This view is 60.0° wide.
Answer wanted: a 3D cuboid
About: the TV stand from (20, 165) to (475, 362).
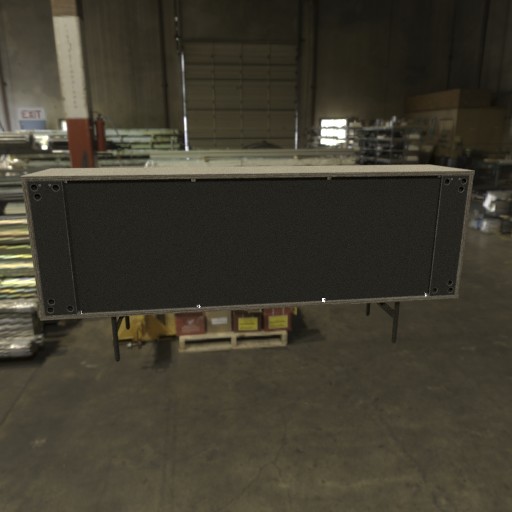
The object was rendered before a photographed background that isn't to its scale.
[{"bbox_3d":[0.000,0.000,2.043,1.804,0.787,0.405,-2,16,-8],"label":"TV stand"}]
